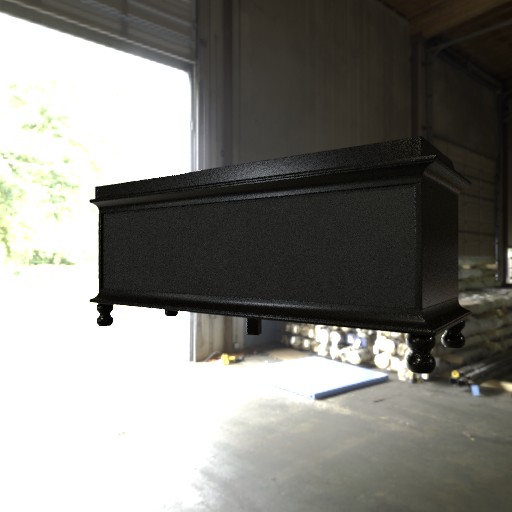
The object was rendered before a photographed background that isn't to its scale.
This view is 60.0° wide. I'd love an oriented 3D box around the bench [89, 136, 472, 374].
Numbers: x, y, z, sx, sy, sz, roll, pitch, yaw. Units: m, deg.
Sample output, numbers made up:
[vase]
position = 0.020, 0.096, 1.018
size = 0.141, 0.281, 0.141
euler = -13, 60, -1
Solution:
[bench]
position = 0.000, 0.000, 1.408
size = 1.185, 0.501, 0.402
euler = 0, 0, 35
